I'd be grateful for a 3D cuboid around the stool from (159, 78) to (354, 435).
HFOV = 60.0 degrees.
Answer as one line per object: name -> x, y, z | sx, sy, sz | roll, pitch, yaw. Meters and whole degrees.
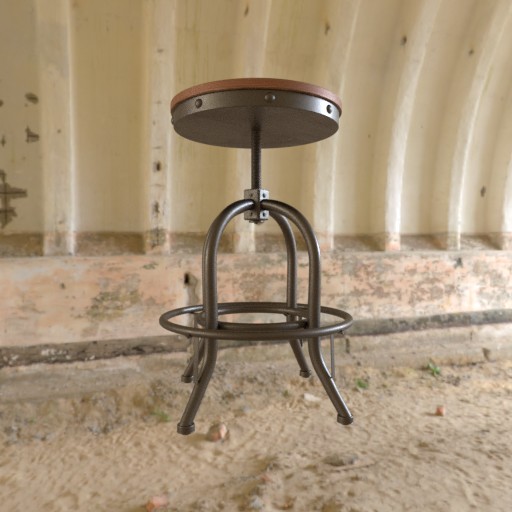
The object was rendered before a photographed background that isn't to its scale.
stool -> 0.000, 0.000, 0.926 | 0.439, 0.609, 0.439 | 1, 2, 37
